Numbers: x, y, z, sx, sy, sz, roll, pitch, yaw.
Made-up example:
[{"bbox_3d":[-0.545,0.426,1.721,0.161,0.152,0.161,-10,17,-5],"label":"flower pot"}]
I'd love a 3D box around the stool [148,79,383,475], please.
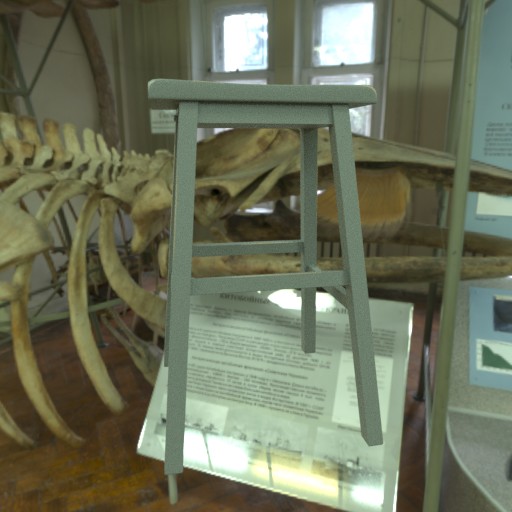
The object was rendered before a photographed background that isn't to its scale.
[{"bbox_3d":[0.000,0.000,1.039,0.457,0.737,0.476,-3,14,-11],"label":"stool"}]
